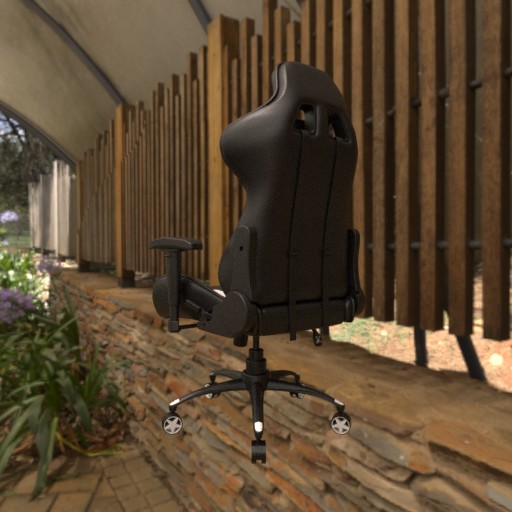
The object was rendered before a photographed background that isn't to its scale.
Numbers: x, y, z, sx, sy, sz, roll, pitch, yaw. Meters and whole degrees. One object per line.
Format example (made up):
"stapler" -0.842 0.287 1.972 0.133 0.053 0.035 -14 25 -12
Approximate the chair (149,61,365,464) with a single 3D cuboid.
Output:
"chair" 0.000 0.000 1.707 0.730 1.285 0.695 -1 2 -37
